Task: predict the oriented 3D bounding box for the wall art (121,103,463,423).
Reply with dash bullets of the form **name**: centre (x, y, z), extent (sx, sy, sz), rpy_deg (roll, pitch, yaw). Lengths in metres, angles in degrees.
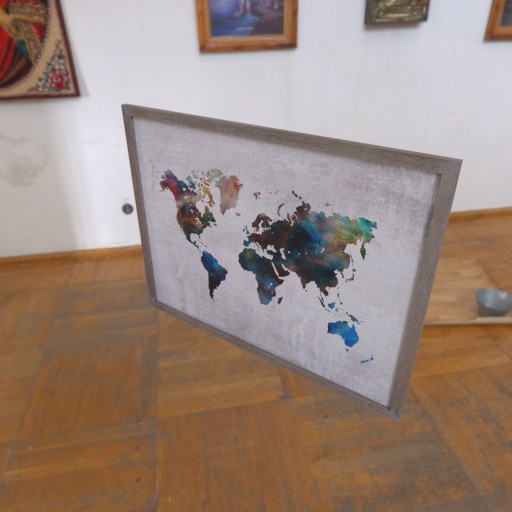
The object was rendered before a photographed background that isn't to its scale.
- **wall art**: centre (0.000, 0.000, 1.340), extent (1.012, 0.774, 0.019), rpy_deg (19, 35, 29)
